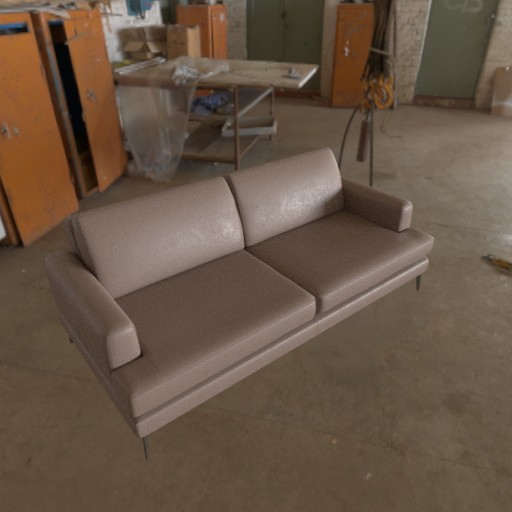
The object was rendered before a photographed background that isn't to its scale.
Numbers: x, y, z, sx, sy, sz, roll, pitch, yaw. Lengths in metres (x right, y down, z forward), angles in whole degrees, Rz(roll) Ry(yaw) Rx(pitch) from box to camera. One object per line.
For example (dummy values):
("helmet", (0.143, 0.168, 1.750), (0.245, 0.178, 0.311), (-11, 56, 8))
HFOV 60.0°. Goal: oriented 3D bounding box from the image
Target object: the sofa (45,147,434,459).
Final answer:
("sofa", (0.000, 0.000, 2.397), (1.940, 0.765, 0.974), (-22, 37, -33))
